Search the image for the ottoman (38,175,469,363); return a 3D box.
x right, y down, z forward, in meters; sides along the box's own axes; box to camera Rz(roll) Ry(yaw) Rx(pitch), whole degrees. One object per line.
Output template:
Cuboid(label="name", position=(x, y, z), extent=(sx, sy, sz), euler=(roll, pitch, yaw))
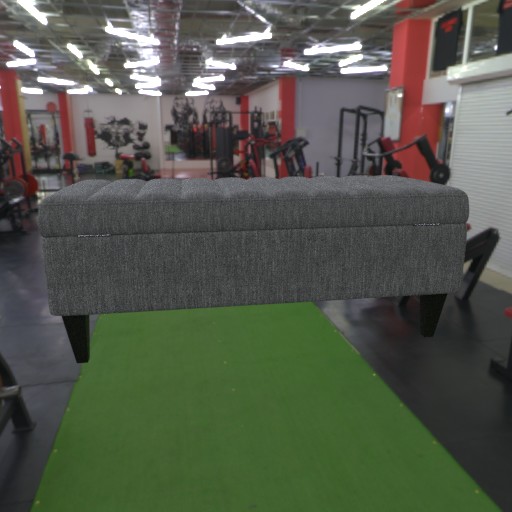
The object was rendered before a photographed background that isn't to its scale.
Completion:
Cuboid(label="ottoman", position=(0.000, 0.000, 1.417), extent=(1.151, 0.469, 0.482), euler=(-2, 15, -9))
